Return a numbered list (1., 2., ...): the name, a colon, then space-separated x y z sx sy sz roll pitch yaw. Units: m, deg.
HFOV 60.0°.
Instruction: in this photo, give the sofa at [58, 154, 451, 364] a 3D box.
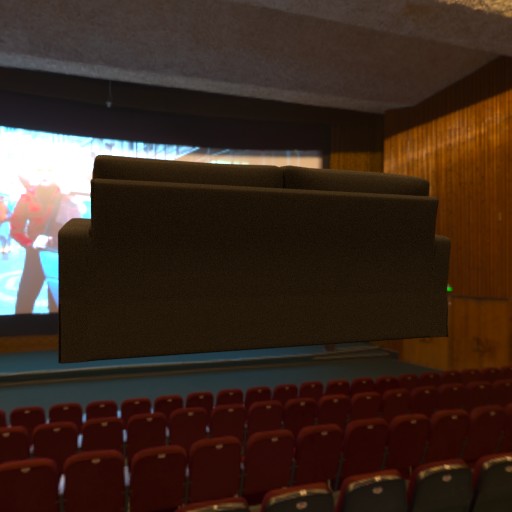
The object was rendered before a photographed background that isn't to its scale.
1. sofa: 0.000 0.000 2.339 1.852 0.839 0.898 0 0 -19
